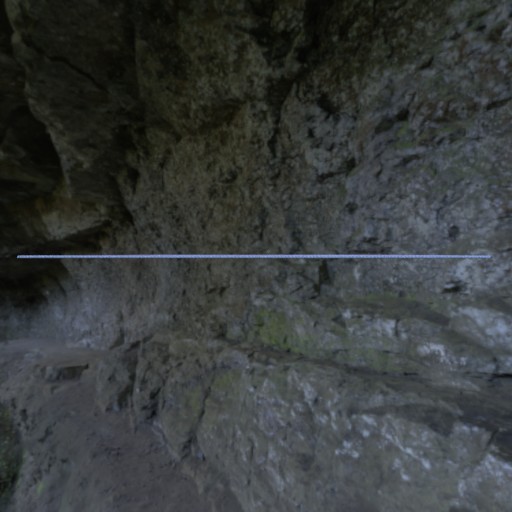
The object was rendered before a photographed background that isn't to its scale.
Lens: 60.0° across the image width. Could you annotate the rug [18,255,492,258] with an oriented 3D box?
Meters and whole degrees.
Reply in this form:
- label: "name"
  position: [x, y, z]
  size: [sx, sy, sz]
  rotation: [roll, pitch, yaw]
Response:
- label: "rug"
  position: [0.000, 0.000, 4.119]
  size: [3.123, 0.017, 2.447]
  rotation: [0, 0, 1]
